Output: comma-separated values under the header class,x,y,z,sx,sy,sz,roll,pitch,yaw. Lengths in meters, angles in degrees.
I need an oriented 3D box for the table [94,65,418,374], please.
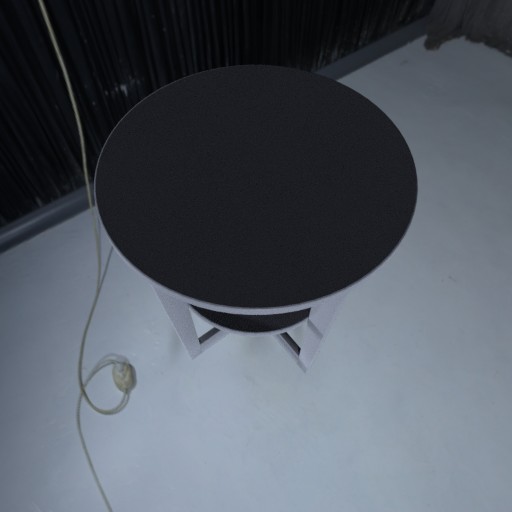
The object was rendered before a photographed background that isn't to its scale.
class,x,y,z,sx,sy,sz,roll,pitch,yaw
table,0.000,0.000,0.929,0.500,0.550,0.500,0,58,0
